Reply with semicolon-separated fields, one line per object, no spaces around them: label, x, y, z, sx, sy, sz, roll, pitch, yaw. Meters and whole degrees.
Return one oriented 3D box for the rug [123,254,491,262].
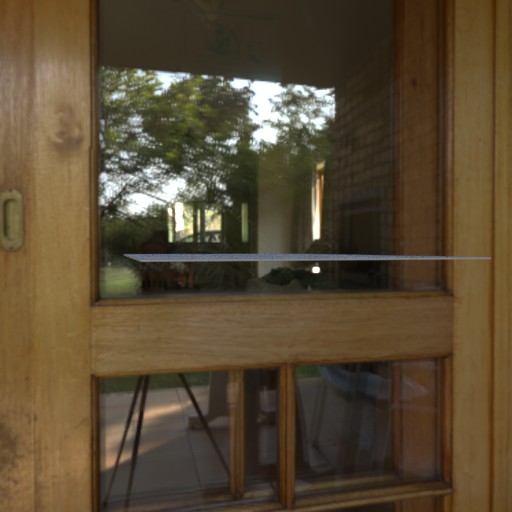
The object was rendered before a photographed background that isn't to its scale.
rug;0.000;0.000;2.892;1.600;0.008;2.235;0;1;-18
